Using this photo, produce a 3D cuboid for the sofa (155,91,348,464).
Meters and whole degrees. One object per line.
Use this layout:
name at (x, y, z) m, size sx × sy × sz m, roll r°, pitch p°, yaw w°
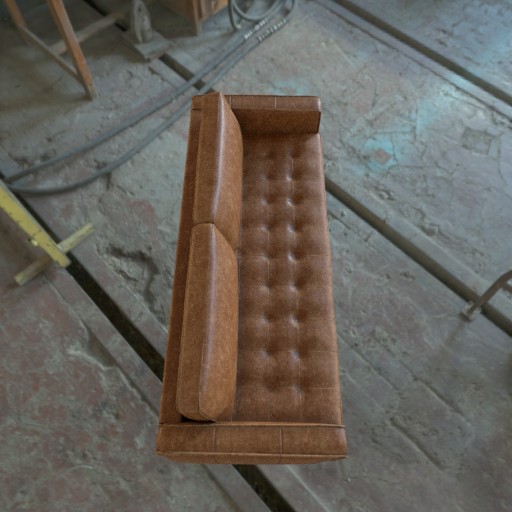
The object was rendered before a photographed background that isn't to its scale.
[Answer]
sofa at (0.000, 0.000, 2.593) m, size 0.886 × 0.779 × 2.199 m, roll 1°, pitch 63°, yaw 0°
